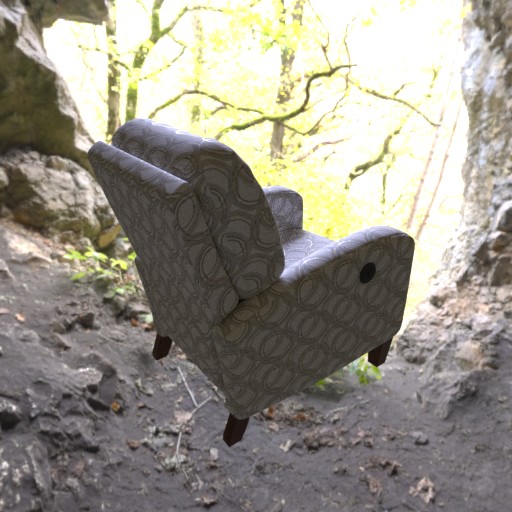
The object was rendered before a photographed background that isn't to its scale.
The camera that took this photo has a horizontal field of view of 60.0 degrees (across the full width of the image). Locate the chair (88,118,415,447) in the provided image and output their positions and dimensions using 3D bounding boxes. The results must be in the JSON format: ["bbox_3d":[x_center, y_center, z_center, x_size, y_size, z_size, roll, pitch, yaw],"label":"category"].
[{"bbox_3d":[0.000,0.000,1.764,0.995,1.065,0.796,-18,32,-33],"label":"chair"}]
